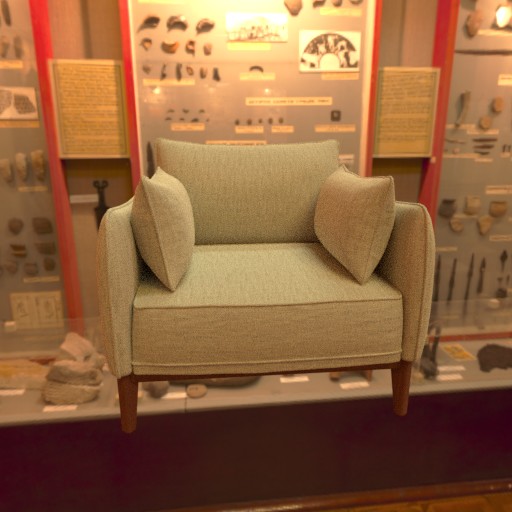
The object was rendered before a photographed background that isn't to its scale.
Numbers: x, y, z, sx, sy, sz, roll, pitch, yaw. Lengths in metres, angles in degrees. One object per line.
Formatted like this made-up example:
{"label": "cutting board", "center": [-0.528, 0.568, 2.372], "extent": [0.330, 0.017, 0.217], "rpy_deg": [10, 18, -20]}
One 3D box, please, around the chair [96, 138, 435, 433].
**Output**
{"label": "chair", "center": [0.000, 0.000, 1.687], "extent": [0.994, 0.855, 0.991], "rpy_deg": [-2, 16, -5]}
